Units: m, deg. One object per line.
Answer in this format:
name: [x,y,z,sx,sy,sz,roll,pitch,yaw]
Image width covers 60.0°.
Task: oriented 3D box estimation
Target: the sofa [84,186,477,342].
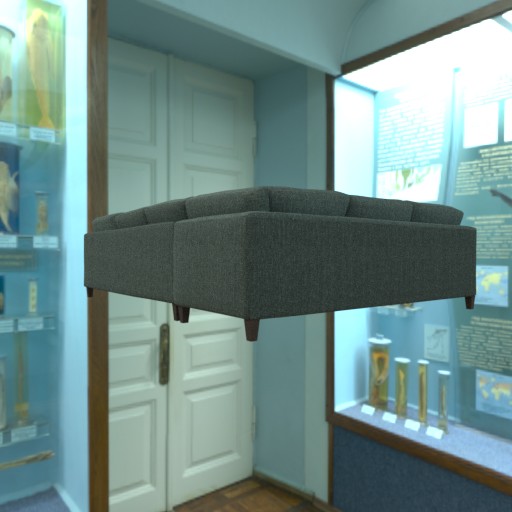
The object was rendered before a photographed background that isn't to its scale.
sofa: [0.000,0.000,4.536,2.593,0.947,3.302,0,0,-37]
